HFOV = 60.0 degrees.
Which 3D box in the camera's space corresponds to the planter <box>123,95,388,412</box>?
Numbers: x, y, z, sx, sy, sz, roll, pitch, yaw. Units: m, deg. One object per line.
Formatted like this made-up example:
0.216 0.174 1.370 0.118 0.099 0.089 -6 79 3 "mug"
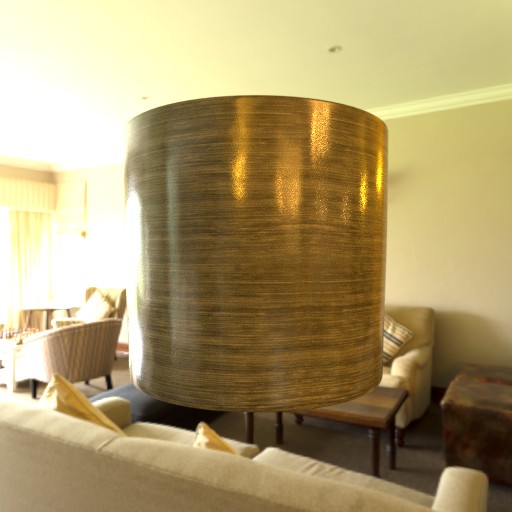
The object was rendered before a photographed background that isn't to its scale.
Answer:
0.000 0.000 0.387 0.221 0.201 0.221 0 0 0 "planter"
